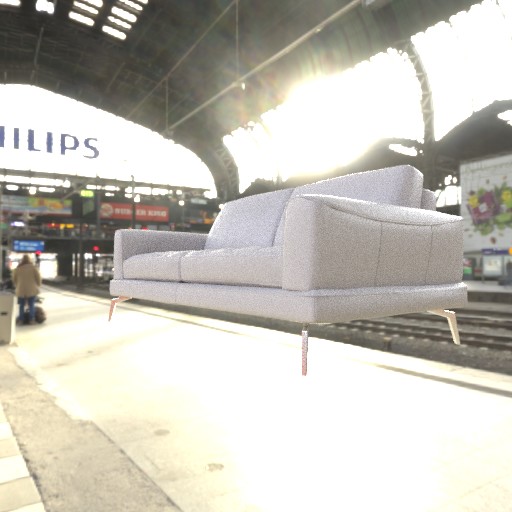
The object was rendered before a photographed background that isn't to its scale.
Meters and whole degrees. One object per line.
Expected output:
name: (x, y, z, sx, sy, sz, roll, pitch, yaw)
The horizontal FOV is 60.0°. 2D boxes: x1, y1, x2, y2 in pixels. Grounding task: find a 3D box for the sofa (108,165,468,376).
sofa: (0.000, 0.000, 2.730, 1.121, 0.930, 2.177, 1, -2, -37)
